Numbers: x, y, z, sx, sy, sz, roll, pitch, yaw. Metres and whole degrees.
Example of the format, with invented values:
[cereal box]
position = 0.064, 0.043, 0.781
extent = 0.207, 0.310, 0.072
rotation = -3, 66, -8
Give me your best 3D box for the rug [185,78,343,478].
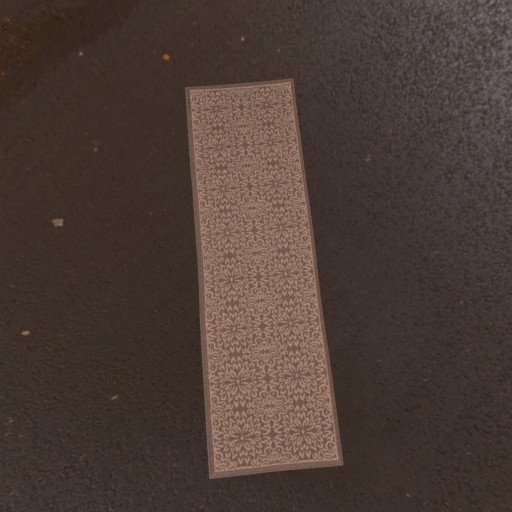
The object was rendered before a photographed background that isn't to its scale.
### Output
[rug]
position = 0.000, 0.000, 2.444
extent = 0.662, 0.011, 2.196
rotation = -5, 76, -1
